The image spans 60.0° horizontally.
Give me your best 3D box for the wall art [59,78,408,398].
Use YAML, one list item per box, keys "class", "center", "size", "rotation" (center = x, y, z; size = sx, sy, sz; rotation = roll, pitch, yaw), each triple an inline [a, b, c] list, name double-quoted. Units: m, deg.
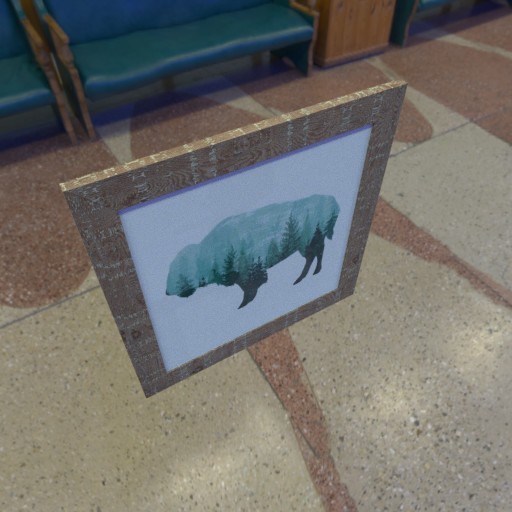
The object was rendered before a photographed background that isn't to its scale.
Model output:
- class: "wall art"
  center: [0.000, 0.000, 0.574]
  size: [0.380, 0.380, 0.022]
  rotation: [-23, 51, -20]
